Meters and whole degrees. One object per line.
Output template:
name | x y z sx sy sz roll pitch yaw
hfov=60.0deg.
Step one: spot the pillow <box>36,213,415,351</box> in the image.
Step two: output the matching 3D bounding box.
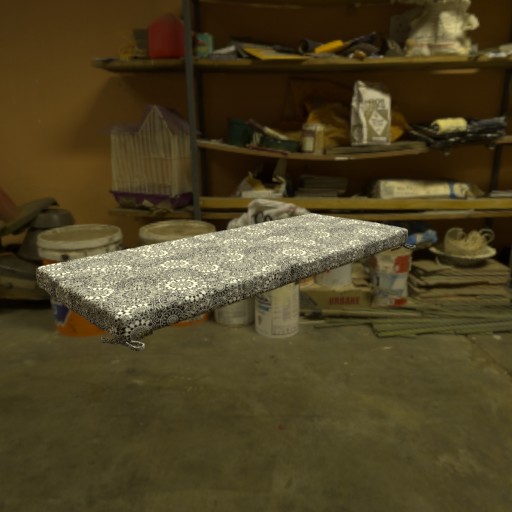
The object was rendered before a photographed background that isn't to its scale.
pillow | 0.000 0.000 1.376 1.187 0.081 0.492 -15 21 -42
